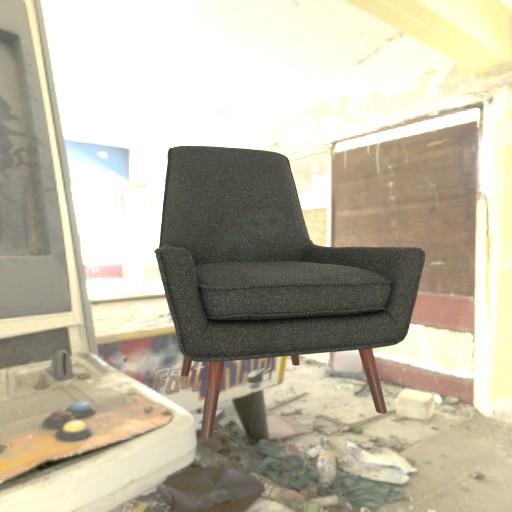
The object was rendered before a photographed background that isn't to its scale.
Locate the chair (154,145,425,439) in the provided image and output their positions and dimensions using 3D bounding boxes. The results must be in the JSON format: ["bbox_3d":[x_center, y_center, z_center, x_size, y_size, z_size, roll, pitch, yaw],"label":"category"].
[{"bbox_3d":[0.000,0.000,1.538,0.763,0.883,0.859,-1,2,-18],"label":"chair"}]
